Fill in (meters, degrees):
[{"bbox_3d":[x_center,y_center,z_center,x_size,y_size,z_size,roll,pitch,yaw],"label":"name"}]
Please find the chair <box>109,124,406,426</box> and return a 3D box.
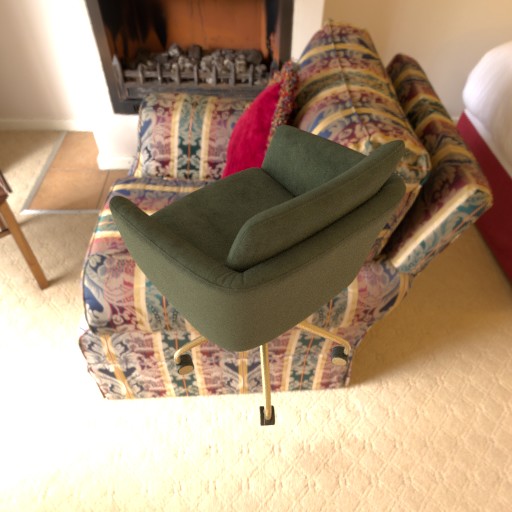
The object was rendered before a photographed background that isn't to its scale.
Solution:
[{"bbox_3d":[0.000,0.000,1.340,0.641,0.908,0.635,-31,54,-26],"label":"chair"}]
